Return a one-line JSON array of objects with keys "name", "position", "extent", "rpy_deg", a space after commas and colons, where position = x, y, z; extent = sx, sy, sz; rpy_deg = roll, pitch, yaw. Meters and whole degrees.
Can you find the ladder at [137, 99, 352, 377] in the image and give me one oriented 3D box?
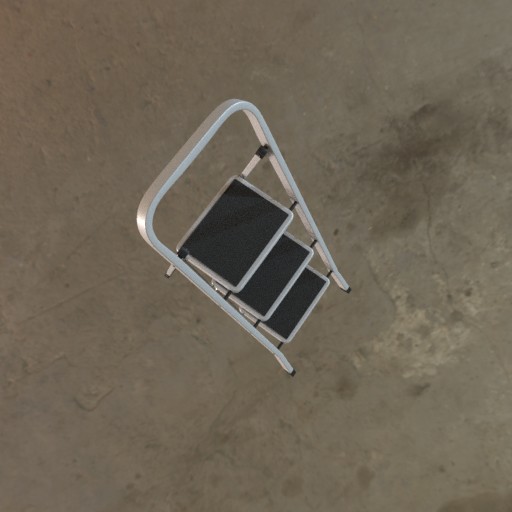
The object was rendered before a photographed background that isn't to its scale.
[{"name": "ladder", "position": [0.000, 0.000, 1.454], "extent": [0.711, 1.050, 0.460], "rpy_deg": [35, 78, 8]}]
